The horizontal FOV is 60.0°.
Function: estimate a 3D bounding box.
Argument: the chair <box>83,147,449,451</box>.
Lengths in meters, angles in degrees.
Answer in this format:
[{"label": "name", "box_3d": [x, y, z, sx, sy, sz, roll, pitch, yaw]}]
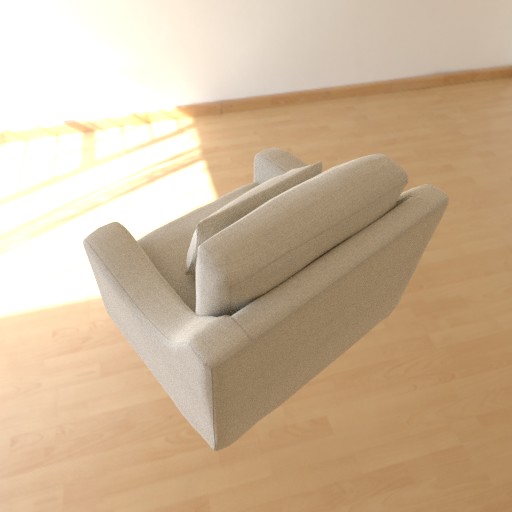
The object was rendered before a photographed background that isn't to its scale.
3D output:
[{"label": "chair", "box_3d": [0.000, 0.000, 1.959, 1.178, 1.016, 1.009, -31, 53, -27]}]
